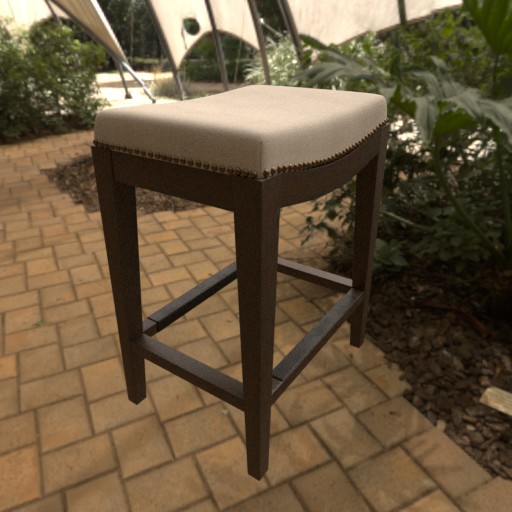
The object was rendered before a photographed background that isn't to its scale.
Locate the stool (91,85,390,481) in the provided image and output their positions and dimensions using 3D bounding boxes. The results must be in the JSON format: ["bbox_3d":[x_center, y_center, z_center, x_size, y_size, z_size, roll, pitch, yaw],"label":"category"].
[{"bbox_3d":[0.000,0.000,0.956,0.361,0.642,0.500,17,32,30],"label":"stool"}]
